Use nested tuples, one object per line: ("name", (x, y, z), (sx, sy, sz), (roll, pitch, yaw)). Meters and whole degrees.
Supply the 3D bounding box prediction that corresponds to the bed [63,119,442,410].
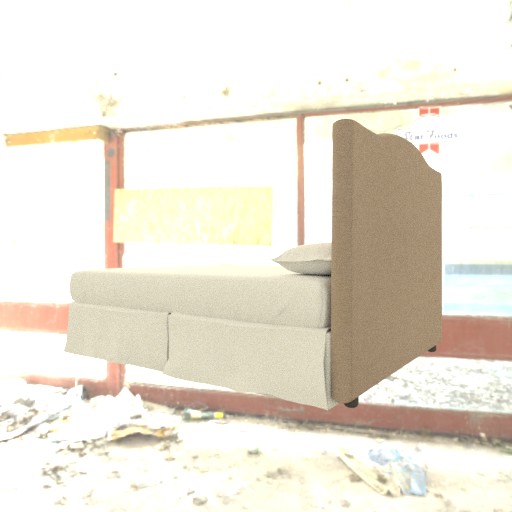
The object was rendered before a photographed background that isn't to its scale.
("bed", (0.000, 0.000, 3.356), (2.282, 1.436, 1.821), (0, 0, 36))
